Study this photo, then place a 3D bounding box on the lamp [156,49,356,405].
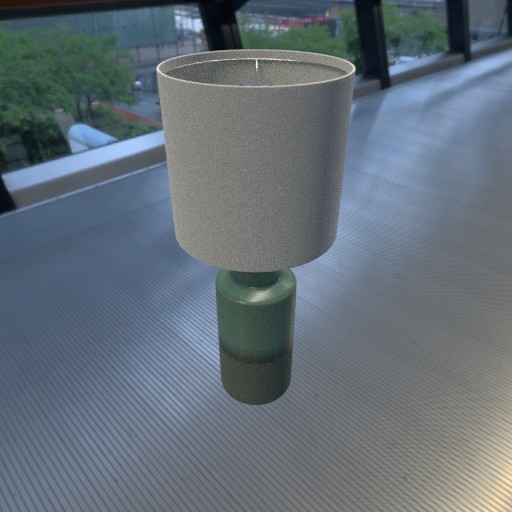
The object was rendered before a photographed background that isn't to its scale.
[{"bbox_3d":[0.000,0.000,0.613,0.212,0.493,0.212,0,33,0],"label":"lamp"}]
